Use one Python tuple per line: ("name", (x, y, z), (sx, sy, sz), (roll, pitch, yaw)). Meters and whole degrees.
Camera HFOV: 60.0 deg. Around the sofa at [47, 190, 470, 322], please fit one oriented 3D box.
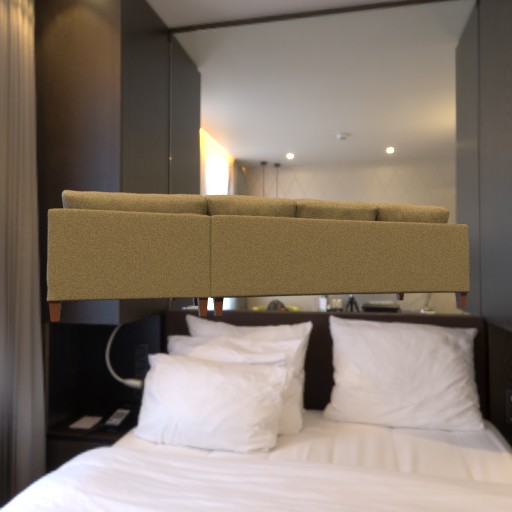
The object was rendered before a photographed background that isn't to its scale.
("sofa", (0.000, 0.000, 3.925), (3.186, 0.861, 1.625), (0, -2, -18))
